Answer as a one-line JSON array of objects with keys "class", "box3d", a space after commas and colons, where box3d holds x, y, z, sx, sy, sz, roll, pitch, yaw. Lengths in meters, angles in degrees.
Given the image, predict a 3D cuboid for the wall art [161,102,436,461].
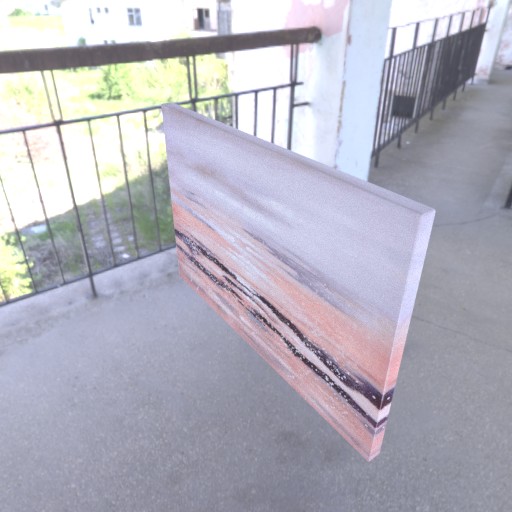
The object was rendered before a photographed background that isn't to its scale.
[{"class": "wall art", "box3d": [0.000, 0.000, 1.153, 0.038, 0.609, 0.913, -20, 37, -30]}]
